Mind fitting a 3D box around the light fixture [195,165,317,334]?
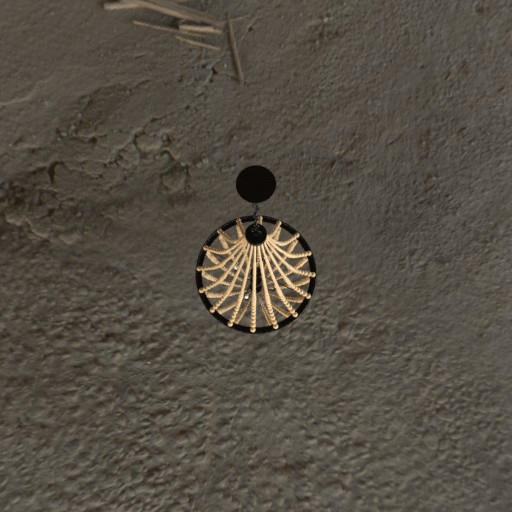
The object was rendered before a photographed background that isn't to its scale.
[{"bbox_3d":[0.000,0.000,1.403,0.450,1.133,0.450,0,76,0],"label":"light fixture"}]
